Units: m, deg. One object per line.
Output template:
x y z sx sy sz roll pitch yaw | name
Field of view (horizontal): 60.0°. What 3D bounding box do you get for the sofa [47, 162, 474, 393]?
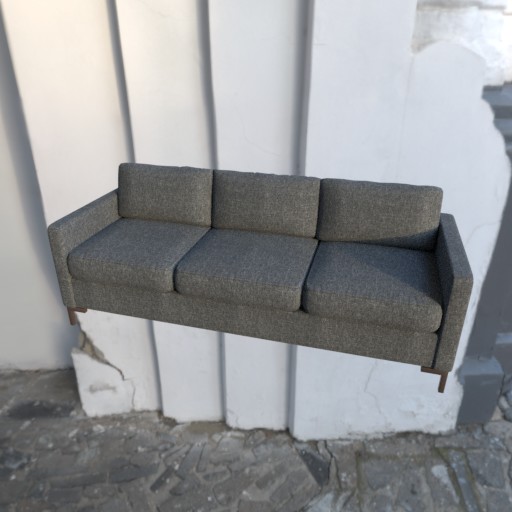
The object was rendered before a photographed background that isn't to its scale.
0.000 0.000 2.644 2.218 0.874 0.859 7 27 14 | sofa
